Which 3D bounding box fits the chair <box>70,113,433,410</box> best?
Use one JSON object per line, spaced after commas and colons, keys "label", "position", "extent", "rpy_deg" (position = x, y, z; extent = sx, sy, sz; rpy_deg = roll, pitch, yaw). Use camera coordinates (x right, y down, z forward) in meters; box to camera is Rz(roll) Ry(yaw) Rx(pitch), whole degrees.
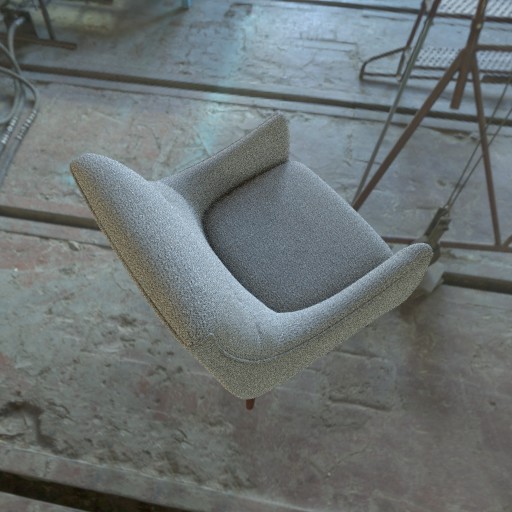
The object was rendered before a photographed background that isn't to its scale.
{"label": "chair", "position": [0.000, 0.000, 1.448], "extent": [0.787, 0.838, 0.762], "rpy_deg": [-30, 62, -18]}
